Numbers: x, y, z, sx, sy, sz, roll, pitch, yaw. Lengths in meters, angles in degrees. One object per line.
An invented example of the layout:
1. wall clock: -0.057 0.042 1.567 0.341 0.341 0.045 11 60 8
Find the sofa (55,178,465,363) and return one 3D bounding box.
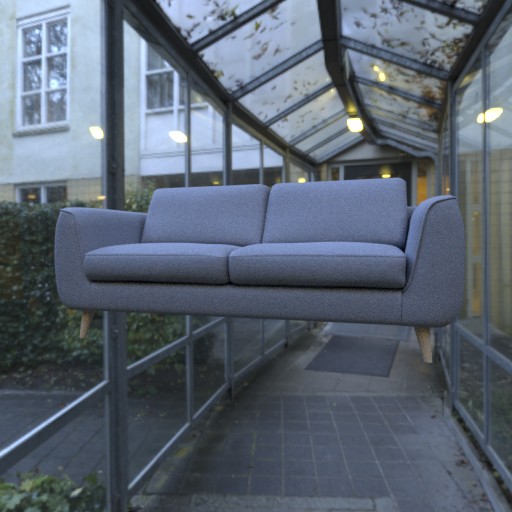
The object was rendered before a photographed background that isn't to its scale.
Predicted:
1. sofa: 0.000 0.000 2.478 2.000 0.870 0.920 0 1 17
